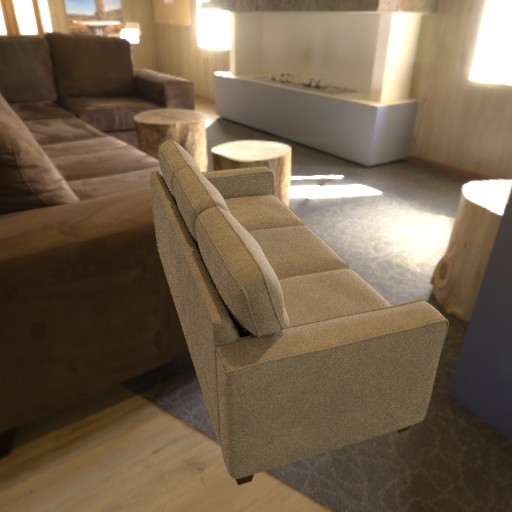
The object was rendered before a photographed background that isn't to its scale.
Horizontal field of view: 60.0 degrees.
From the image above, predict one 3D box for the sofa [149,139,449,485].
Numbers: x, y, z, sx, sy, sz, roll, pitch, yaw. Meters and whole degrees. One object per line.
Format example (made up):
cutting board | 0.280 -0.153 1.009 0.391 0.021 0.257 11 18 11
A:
sofa | 0.000 0.000 2.562 0.939 0.965 2.133 -9 30 -16
